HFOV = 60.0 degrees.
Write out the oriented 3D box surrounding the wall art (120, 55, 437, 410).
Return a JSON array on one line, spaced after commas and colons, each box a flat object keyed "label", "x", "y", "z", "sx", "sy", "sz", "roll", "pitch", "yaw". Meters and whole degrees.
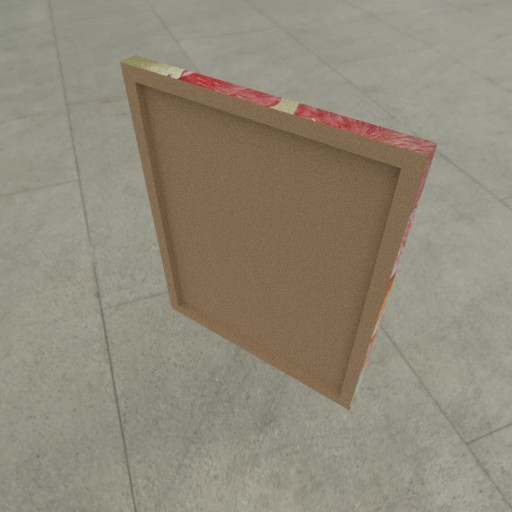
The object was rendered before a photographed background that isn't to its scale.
[{"label": "wall art", "x": 0.000, "y": 0.000, "z": 0.680, "sx": 0.406, "sy": 0.508, "sz": 0.028, "roll": 25, "pitch": 50, "yaw": 23}]
